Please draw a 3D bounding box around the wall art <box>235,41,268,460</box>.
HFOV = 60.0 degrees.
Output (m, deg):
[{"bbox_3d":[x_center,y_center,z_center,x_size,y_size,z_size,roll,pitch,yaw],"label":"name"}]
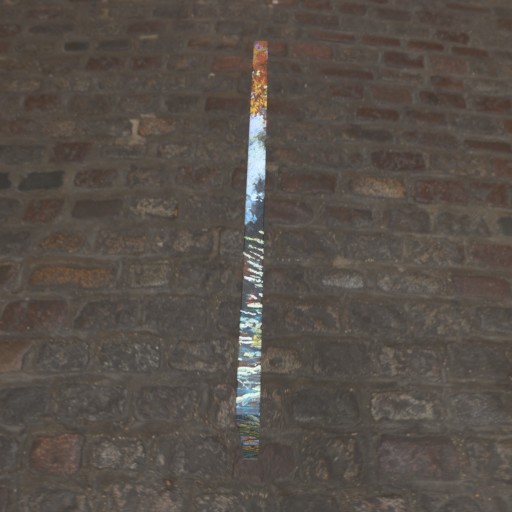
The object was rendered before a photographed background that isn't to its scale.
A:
[{"bbox_3d":[0.000,0.000,1.152,0.037,0.604,0.908,1,59,1],"label":"wall art"}]
